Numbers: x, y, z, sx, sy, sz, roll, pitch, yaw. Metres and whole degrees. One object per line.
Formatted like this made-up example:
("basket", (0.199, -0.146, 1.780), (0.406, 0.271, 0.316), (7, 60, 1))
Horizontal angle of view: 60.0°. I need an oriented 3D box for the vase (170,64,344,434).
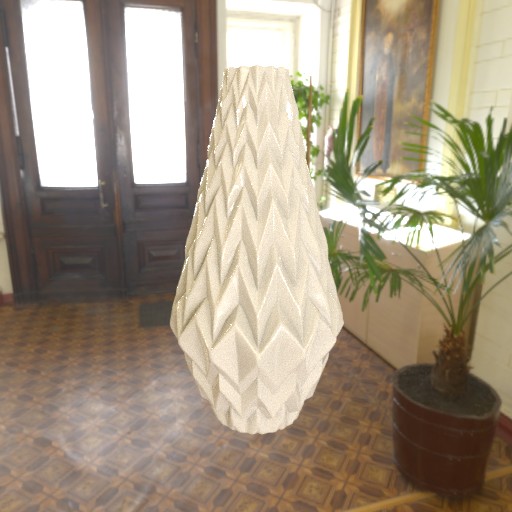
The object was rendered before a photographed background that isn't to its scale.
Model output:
("vase", (0.000, 0.000, 0.418), (0.167, 0.328, 0.167), (0, 15, 0))
